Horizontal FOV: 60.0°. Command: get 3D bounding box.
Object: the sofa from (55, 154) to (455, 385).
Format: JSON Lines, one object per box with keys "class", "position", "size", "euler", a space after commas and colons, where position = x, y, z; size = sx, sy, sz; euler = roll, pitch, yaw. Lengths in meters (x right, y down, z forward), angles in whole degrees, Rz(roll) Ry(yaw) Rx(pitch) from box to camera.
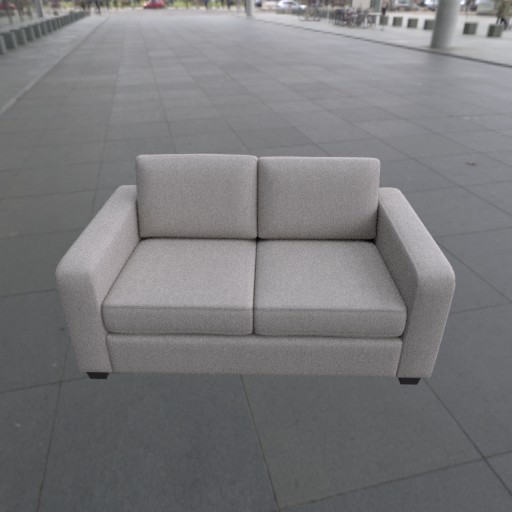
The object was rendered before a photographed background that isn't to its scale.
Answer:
{"class": "sofa", "position": [0.000, 0.000, 2.115], "size": [1.540, 0.800, 0.900], "euler": [1, 30, 1]}
